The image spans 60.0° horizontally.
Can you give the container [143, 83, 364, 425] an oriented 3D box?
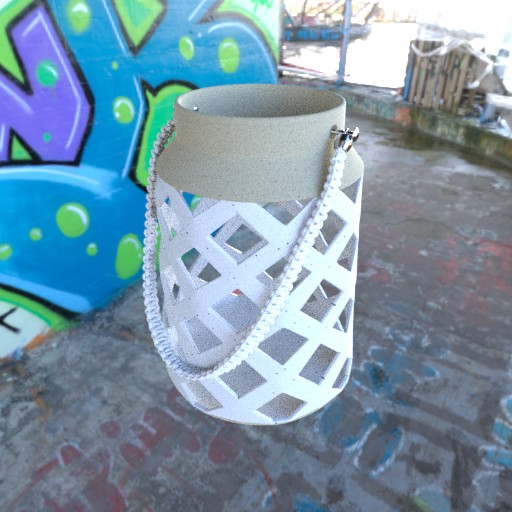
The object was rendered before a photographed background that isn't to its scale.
[{"bbox_3d":[0.000,0.000,0.389,0.188,0.264,0.198,19,35,28],"label":"container"}]
